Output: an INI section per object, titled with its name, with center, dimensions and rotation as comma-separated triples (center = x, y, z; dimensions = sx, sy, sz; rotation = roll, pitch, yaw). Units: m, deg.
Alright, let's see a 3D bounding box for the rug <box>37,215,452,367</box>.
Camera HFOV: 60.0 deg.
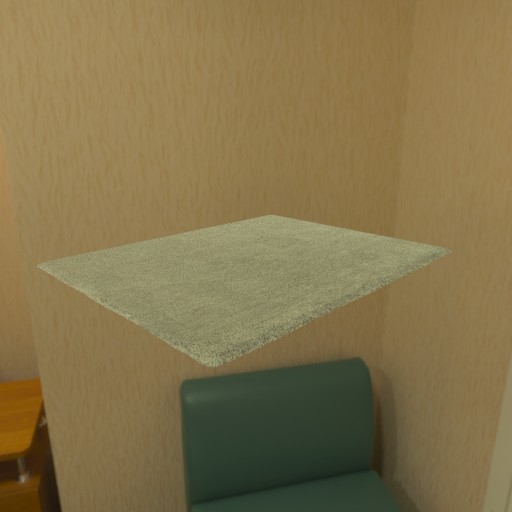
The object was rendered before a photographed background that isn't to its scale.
[rug]
center = 0.000, 0.000, 3.905
dimensions = 2.332, 0.027, 2.933
rotation = 16, 23, 42
